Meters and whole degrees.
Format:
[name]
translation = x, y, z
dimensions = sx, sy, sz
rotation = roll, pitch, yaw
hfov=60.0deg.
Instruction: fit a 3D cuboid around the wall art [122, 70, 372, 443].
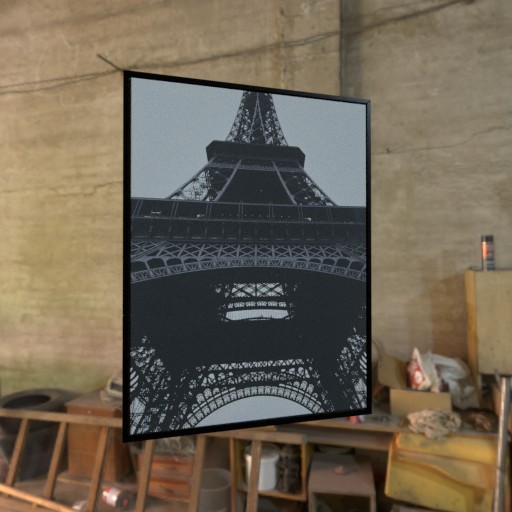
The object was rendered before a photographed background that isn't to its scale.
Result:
[wall art]
translation = 0.000, 0.000, 1.397
dimensions = 0.805, 1.062, 0.040
rotation = 0, -1, -17
